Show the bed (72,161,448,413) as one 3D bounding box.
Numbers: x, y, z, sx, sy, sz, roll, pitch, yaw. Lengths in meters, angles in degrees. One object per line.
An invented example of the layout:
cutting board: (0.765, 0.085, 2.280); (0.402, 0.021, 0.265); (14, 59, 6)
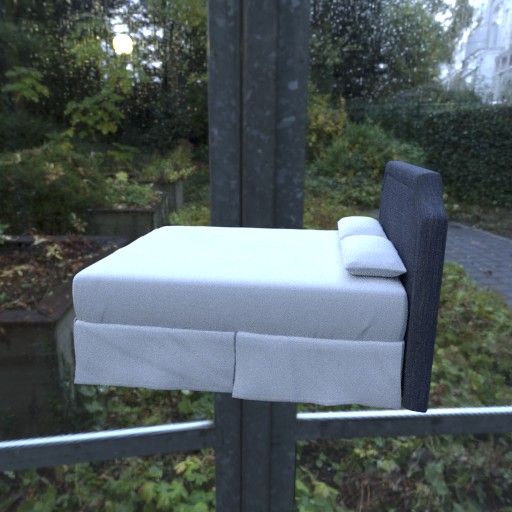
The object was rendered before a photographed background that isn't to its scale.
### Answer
bed: (0.000, 0.000, 3.163); (2.116, 1.290, 1.693); (2, 15, 8)
